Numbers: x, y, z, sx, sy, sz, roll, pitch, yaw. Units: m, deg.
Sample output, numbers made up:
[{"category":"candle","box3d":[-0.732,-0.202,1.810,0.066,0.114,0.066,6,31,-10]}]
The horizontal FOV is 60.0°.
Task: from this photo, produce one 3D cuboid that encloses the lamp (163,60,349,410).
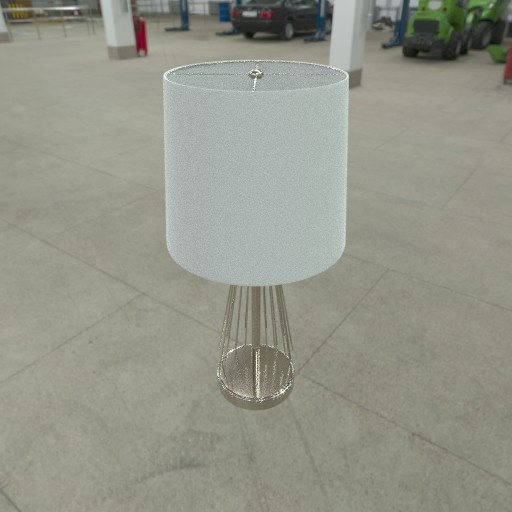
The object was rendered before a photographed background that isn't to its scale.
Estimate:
[{"category":"lamp","box3d":[0.000,0.000,0.785,0.303,0.618,0.303,0,31,0]}]
